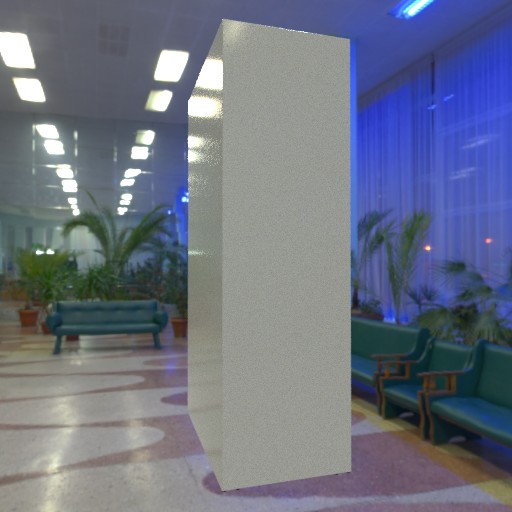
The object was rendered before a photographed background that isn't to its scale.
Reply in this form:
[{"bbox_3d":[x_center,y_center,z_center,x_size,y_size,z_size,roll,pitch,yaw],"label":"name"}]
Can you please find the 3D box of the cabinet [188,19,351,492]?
[{"bbox_3d":[0.000,0.000,2.347,0.580,1.920,0.980,0,-1,-17],"label":"cabinet"}]
